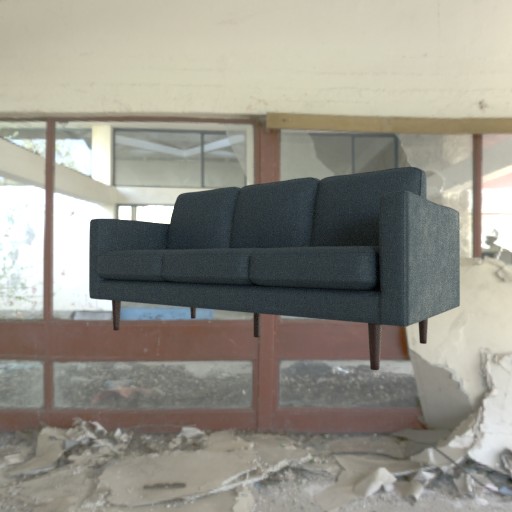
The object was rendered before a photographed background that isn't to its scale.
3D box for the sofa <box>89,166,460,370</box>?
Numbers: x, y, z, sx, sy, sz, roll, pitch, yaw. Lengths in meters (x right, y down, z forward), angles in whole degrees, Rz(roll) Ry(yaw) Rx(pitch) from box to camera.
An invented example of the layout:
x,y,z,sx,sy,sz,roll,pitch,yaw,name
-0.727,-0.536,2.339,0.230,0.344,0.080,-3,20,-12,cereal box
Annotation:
x,y,z,sx,sy,sz,roll,pitch,yaw,name
0.000,0.000,2.579,2.013,0.945,0.935,0,-1,36,sofa
